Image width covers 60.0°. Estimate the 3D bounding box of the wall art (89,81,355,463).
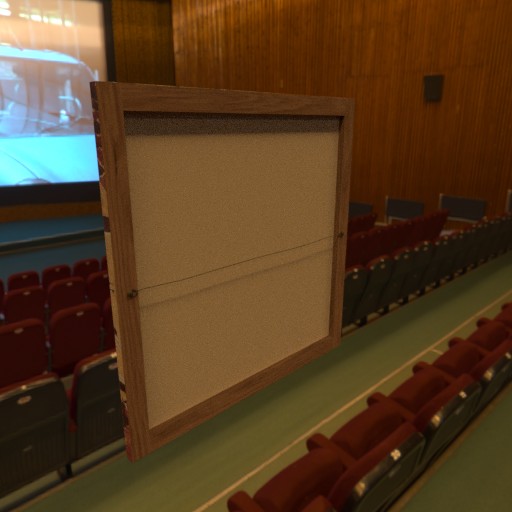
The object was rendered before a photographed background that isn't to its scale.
[{"bbox_3d":[0.000,0.000,1.097,0.757,0.762,0.028,-16,23,-42],"label":"wall art"}]
